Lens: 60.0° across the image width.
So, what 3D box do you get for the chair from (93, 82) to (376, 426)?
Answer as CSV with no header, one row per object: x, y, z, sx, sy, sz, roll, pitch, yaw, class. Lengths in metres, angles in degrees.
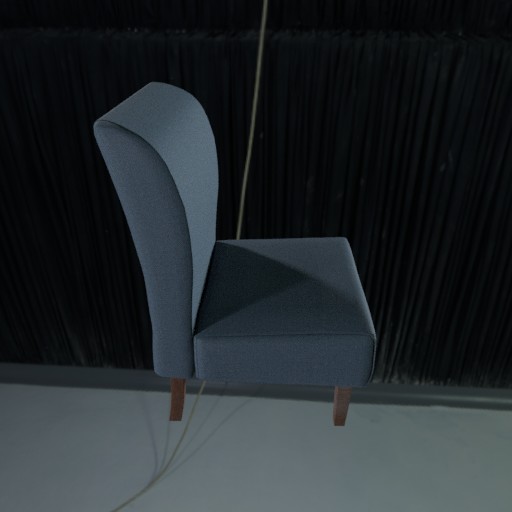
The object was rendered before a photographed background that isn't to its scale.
0.000,0.000,1.180,0.592,0.804,0.513,0,30,1,chair
